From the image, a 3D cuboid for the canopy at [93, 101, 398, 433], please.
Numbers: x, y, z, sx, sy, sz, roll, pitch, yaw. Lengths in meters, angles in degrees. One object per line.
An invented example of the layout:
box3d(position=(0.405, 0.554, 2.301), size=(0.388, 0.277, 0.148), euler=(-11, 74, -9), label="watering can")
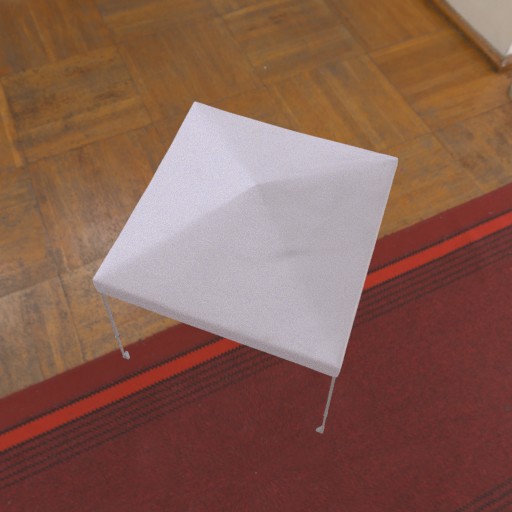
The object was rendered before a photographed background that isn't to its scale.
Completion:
box3d(position=(0.000, 0.000, 5.182), size=(2.850, 2.850, 2.849), euler=(18, 65, 9), label="canopy")
